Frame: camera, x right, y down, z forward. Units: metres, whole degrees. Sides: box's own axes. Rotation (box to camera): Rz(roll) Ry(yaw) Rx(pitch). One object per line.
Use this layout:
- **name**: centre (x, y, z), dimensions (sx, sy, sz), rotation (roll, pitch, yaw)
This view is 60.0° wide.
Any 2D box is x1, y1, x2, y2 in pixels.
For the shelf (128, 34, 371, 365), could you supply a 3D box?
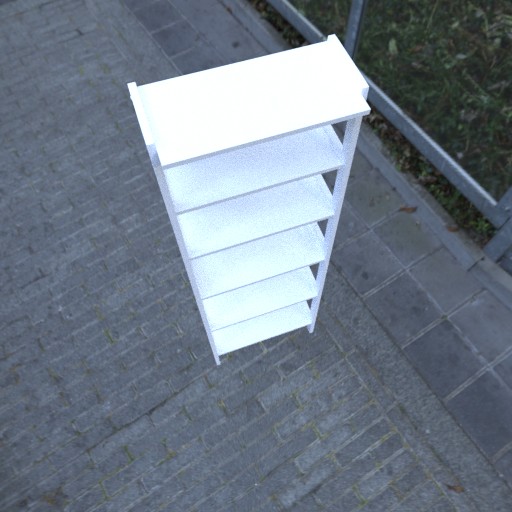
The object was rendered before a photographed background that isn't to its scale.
- **shelf**: centre (0.000, 0.000, 2.086), dimensions (0.660, 1.892, 0.381), rotation (-17, 64, -9)
